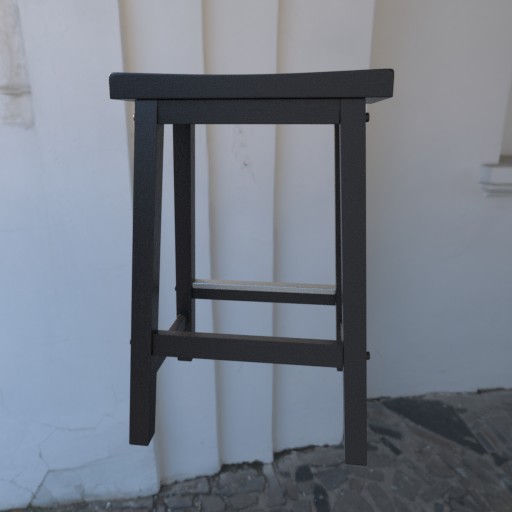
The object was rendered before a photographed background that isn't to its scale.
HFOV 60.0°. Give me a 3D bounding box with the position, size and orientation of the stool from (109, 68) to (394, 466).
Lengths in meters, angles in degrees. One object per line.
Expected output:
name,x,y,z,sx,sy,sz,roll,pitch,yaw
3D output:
stool,0.000,0.000,0.814,0.406,0.610,0.322,2,17,7
